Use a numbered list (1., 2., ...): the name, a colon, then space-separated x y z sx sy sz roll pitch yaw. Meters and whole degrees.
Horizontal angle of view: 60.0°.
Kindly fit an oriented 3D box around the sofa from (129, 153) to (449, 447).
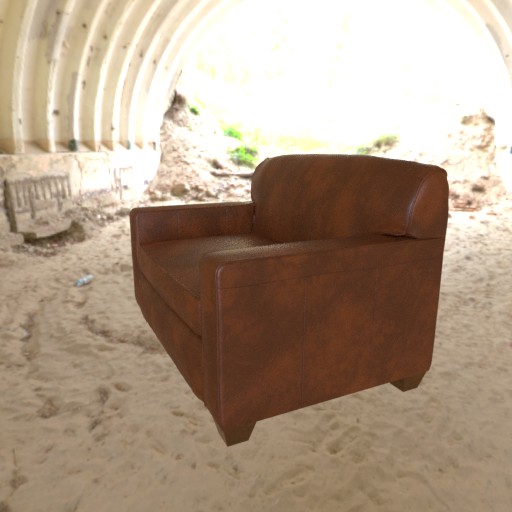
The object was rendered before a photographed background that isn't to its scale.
1. sofa: 0.000 0.000 2.135 1.000 0.956 1.413 -7 15 -25
